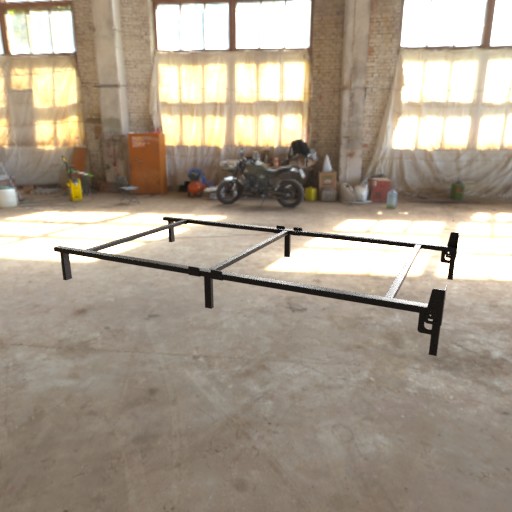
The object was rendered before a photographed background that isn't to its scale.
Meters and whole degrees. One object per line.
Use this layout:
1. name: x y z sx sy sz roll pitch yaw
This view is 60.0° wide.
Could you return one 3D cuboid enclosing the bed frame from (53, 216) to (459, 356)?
1. bed frame: 0.000 0.000 2.341 1.897 0.248 0.968 8 18 25
